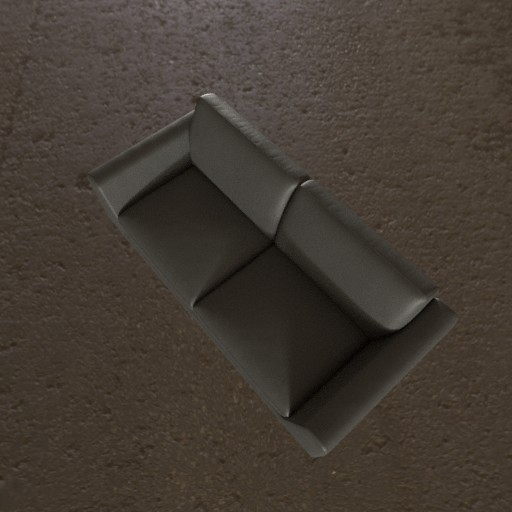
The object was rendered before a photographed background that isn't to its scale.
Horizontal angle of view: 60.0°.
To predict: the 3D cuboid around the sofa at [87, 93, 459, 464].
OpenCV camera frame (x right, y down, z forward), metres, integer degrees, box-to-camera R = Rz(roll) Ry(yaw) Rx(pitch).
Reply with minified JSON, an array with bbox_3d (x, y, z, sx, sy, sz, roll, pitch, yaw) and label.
[{"bbox_3d":[0.000,0.000,2.547,0.953,0.875,2.017,-37,68,-18],"label":"sofa"}]
